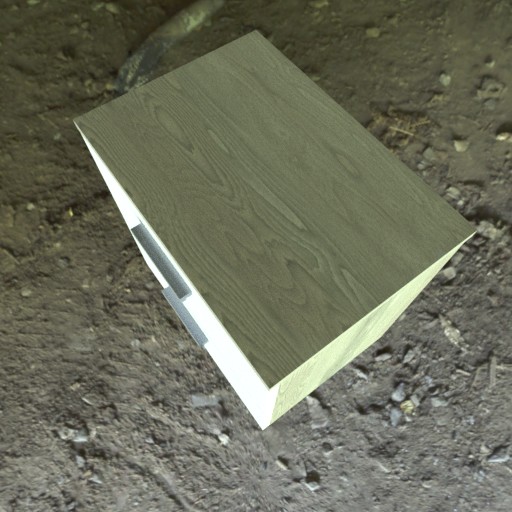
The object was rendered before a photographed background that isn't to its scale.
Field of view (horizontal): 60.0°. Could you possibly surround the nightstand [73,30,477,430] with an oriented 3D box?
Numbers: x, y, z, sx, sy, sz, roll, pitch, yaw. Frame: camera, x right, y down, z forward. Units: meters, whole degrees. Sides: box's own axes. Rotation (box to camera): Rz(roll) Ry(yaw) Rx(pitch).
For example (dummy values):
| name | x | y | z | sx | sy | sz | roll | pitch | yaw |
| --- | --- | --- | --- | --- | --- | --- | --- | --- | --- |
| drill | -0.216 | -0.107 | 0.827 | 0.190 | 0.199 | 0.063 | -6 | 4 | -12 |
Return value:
| name | x | y | z | sx | sy | sz | roll | pitch | yaw |
| --- | --- | --- | --- | --- | --- | --- | --- | --- | --- |
| nightstand | 0.000 | 0.000 | 0.766 | 0.325 | 0.461 | 0.442 | -33 | 68 | -15 |
